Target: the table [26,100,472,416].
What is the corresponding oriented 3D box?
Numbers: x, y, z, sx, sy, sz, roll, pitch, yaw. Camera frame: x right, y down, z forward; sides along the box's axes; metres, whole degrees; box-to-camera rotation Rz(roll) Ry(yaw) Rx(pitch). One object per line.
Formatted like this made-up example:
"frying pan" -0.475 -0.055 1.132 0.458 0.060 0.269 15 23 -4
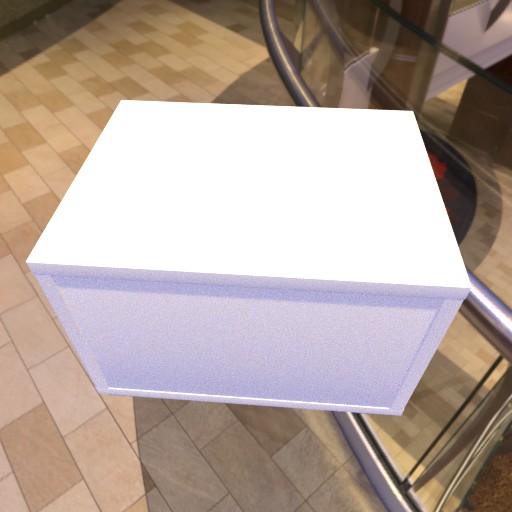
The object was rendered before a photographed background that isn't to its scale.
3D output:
"table" 0.000 0.000 0.777 0.517 0.357 0.399 3 47 3
